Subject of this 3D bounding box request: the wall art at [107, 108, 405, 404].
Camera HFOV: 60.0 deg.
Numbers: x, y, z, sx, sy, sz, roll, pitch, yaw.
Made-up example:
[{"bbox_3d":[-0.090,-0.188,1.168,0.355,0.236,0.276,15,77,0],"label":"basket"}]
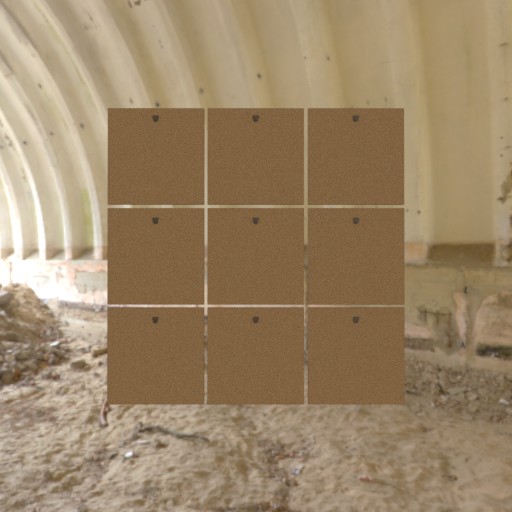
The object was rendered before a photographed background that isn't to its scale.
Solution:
[{"bbox_3d":[0.000,0.000,1.825,1.221,1.218,0.019,0,0,0],"label":"wall art"}]
